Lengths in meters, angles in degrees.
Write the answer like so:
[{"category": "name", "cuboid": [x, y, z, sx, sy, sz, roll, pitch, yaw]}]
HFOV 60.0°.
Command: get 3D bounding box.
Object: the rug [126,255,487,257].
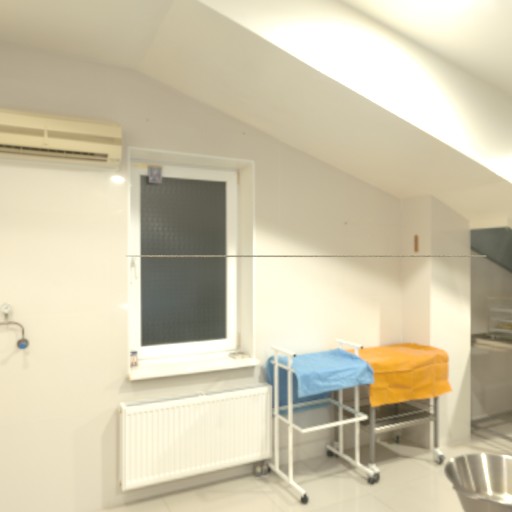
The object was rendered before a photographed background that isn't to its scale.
[{"category": "rug", "cuboid": [0.000, 0.000, 2.346, 1.229, 0.005, 1.827, 0, 0, -20]}]
